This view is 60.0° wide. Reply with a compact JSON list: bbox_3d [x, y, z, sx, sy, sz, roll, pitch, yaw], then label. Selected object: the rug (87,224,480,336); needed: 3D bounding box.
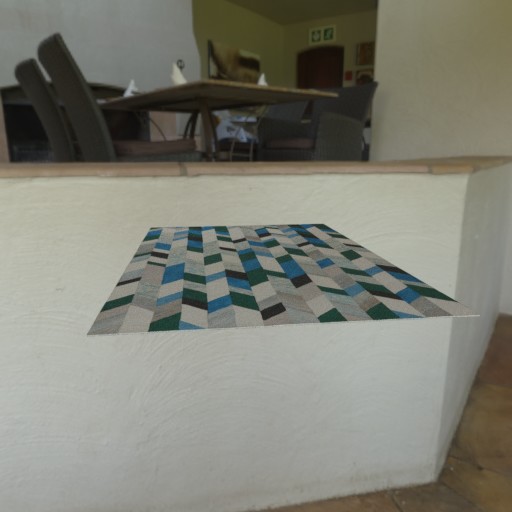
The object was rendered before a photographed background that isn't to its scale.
[{"bbox_3d":[0.000,0.000,2.233,1.229,0.005,1.827,-2,14,-7],"label":"rug"}]
